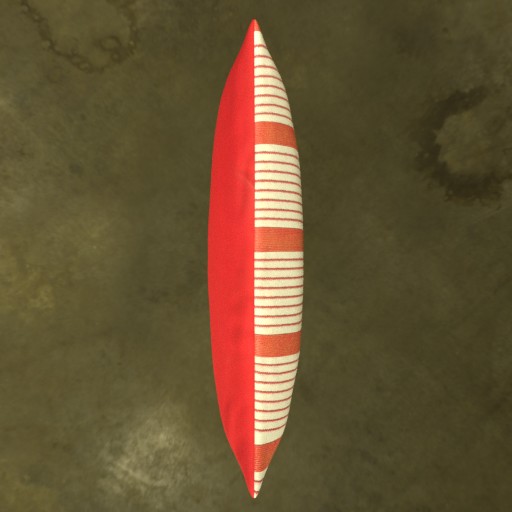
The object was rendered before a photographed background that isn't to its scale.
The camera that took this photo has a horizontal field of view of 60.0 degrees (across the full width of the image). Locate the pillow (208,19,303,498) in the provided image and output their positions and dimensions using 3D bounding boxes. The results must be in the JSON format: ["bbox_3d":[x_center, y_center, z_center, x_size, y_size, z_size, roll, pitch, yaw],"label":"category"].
[{"bbox_3d":[0.000,0.000,0.704,0.151,0.297,0.608,0,89,-1],"label":"pillow"}]
